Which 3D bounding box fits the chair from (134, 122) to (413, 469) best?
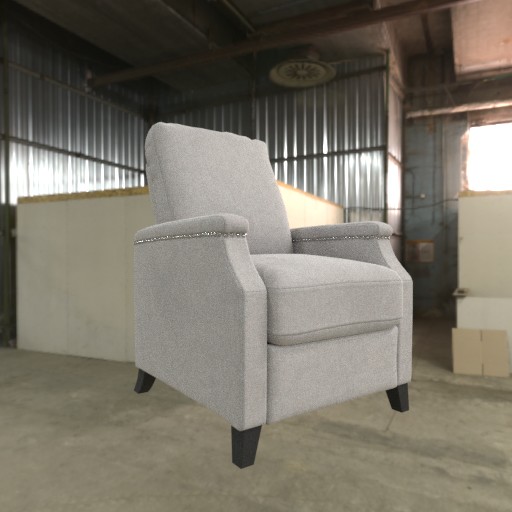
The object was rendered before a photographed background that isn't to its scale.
[{"bbox_3d":[0.000,0.000,1.634,0.710,1.049,0.922,-1,1,-36],"label":"chair"}]
